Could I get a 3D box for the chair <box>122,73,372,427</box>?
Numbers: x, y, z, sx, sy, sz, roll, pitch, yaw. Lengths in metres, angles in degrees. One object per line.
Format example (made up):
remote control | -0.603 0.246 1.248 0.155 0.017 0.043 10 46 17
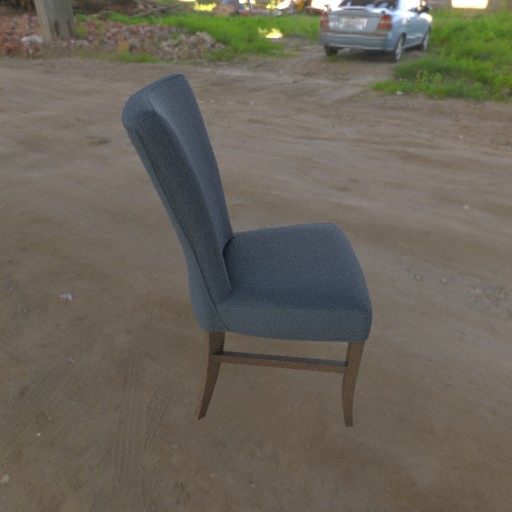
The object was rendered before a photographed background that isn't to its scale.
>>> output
chair | 0.000 0.000 1.370 0.660 0.991 0.520 0 31 -1
